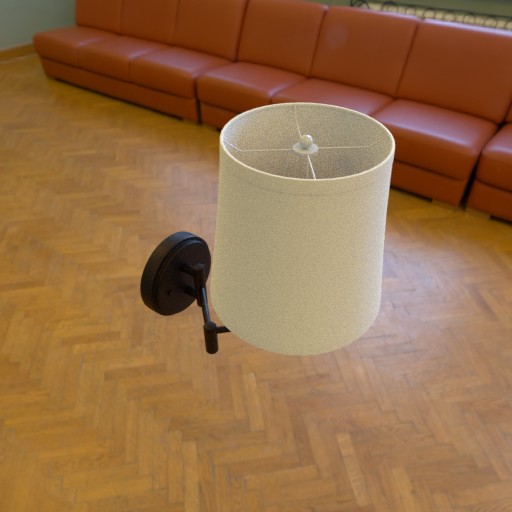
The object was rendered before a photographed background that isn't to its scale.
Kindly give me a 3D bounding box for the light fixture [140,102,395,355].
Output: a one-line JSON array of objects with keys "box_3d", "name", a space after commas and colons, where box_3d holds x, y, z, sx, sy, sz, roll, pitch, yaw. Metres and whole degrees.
[{"box_3d": [0.000, 0.000, 0.270, 0.157, 0.172, 0.100, 24, 46, 26], "name": "light fixture"}]
